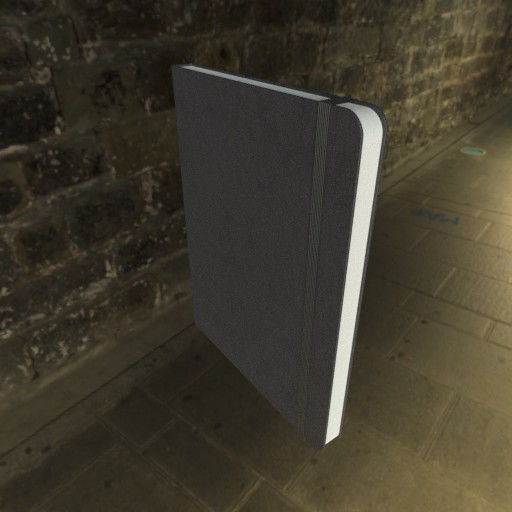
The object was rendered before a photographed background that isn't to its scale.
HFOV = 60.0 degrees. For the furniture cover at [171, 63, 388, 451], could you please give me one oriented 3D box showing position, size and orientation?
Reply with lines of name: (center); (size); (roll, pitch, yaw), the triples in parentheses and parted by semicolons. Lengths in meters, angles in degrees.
furniture cover: (0.000, 0.000, 0.377); (0.023, 0.281, 0.216); (-20, 36, -31)
